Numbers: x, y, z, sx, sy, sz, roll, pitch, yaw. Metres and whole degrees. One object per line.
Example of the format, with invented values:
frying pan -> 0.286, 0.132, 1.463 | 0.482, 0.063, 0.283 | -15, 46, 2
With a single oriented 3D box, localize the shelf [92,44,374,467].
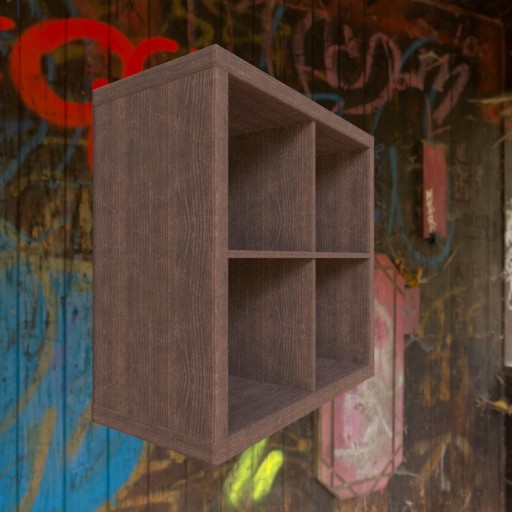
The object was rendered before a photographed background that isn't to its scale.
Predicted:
shelf -> 0.000, 0.000, 1.258 | 0.390, 0.786, 0.790 | 0, 0, 36
